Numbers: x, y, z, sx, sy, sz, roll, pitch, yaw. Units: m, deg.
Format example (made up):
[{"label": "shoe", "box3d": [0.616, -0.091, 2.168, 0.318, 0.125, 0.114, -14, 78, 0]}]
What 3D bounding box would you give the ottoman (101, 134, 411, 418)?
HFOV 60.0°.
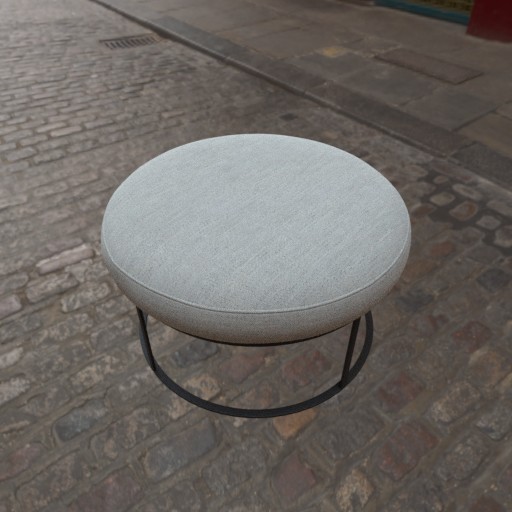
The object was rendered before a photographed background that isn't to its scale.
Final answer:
[{"label": "ottoman", "box3d": [0.000, 0.000, 1.220, 0.769, 0.459, 0.769, 0, 40, 0]}]
